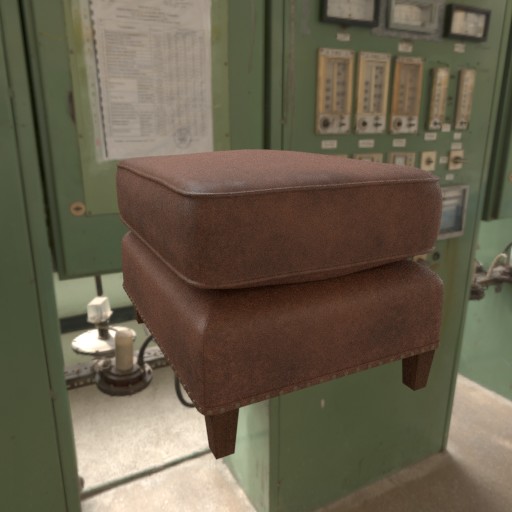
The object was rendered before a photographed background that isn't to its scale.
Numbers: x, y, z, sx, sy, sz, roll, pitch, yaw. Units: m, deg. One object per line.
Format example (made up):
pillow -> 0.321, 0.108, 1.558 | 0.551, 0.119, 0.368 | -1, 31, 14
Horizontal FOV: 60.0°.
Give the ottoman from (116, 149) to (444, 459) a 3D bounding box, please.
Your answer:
ottoman -> 0.000, 0.000, 1.148 | 0.589, 0.537, 0.738 | -8, 18, -25
